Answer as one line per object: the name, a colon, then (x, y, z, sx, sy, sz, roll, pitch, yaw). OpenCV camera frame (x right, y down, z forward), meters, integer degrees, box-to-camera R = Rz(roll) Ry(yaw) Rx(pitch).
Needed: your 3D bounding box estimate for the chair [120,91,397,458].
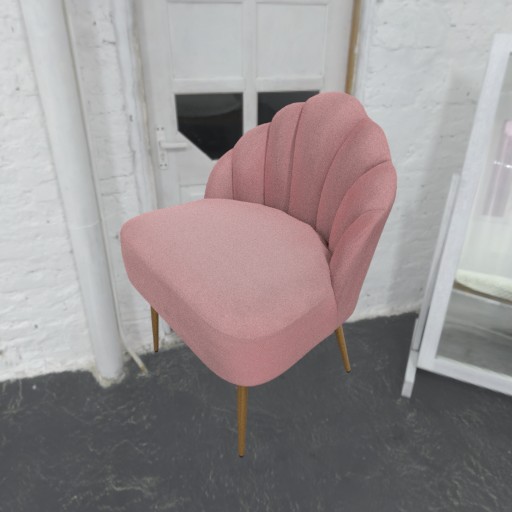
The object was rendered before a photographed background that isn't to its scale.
chair: (0.000, 0.000, 1.251, 0.599, 0.819, 0.657, -21, 36, -31)
